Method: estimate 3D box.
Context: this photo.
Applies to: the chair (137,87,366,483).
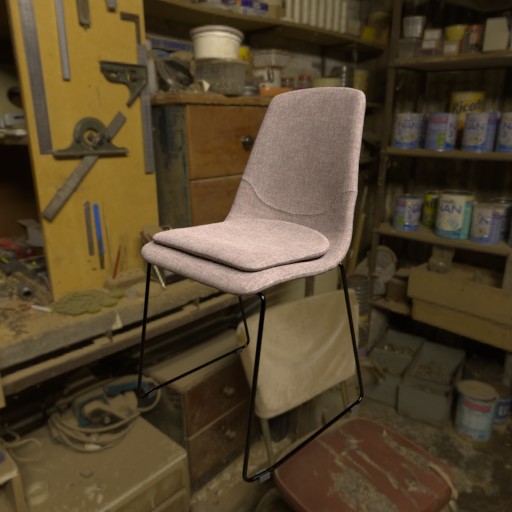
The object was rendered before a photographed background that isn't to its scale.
[{"bbox_3d":[0.000,0.000,1.167,0.479,0.858,0.518,16,23,42],"label":"chair"}]
